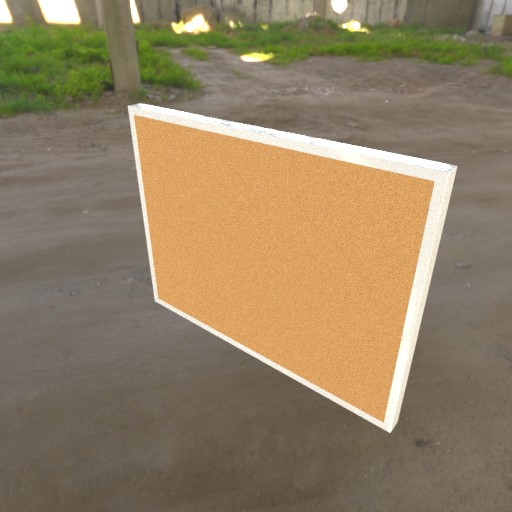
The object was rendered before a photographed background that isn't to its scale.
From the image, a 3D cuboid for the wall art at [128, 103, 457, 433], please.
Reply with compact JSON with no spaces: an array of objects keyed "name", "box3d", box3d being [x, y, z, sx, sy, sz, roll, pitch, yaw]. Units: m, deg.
[{"name":"wall art","box3d":[0.000,0.000,1.390,1.041,0.787,0.053,22,36,33]}]
